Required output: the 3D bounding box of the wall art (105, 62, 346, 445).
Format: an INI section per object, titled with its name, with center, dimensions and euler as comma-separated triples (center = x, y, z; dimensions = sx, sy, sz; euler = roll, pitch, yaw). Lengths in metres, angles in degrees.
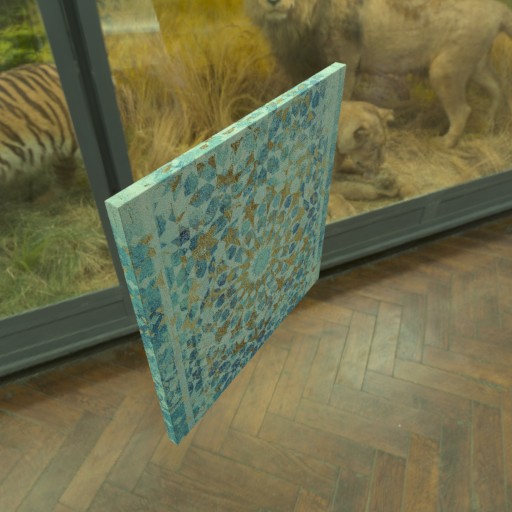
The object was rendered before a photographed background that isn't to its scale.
[wall art]
center = 0.000, 0.000, 1.384
dimensions = 0.040, 0.916, 0.916
euler = 25, 47, 25
